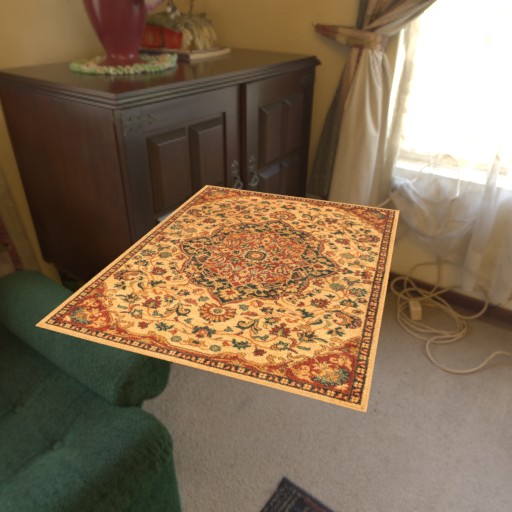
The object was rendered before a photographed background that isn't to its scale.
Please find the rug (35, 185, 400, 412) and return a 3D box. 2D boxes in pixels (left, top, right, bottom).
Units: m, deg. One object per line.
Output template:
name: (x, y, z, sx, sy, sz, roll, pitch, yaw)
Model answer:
rug: (0.000, 0.000, 4.233, 2.454, 0.005, 3.067, 10, 32, 17)
